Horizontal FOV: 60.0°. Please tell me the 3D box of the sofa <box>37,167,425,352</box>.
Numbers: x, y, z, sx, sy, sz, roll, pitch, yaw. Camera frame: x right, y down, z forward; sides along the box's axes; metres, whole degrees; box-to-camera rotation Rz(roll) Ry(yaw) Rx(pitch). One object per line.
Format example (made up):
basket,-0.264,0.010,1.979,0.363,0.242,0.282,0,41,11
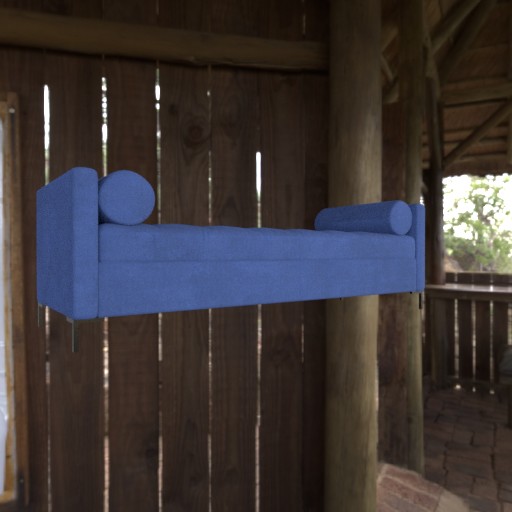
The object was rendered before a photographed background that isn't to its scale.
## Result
sofa,0.000,0.000,2.320,1.981,0.635,0.686,0,1,-36
